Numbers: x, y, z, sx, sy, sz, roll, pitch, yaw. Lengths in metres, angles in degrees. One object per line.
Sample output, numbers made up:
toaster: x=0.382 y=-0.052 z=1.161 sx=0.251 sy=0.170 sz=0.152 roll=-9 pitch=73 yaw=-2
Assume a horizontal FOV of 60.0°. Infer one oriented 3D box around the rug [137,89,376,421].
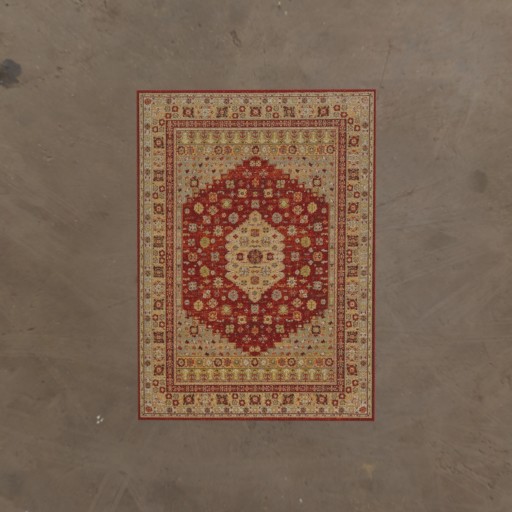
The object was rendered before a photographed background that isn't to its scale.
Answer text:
rug: x=0.000 y=0.000 z=2.964 sx=1.593 sy=0.013 sz=2.211 roll=0 pitch=91 yaw=1
